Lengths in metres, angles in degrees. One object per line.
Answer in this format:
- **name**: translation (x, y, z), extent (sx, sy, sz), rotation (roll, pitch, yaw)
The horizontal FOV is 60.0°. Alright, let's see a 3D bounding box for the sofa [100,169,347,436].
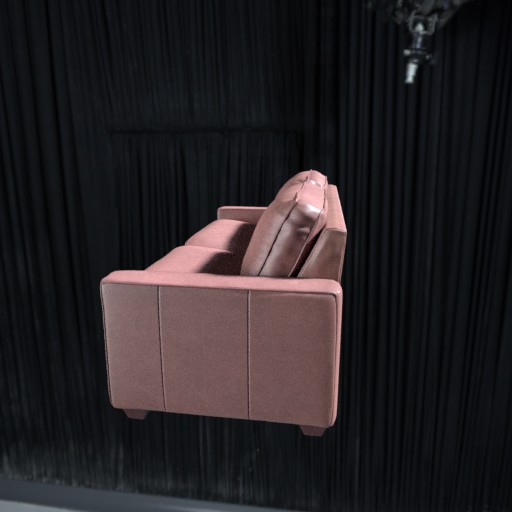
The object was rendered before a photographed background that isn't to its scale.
- **sofa**: translation (0.000, 0.000, 2.607), extent (0.940, 0.919, 2.080), rotation (2, 14, 8)
